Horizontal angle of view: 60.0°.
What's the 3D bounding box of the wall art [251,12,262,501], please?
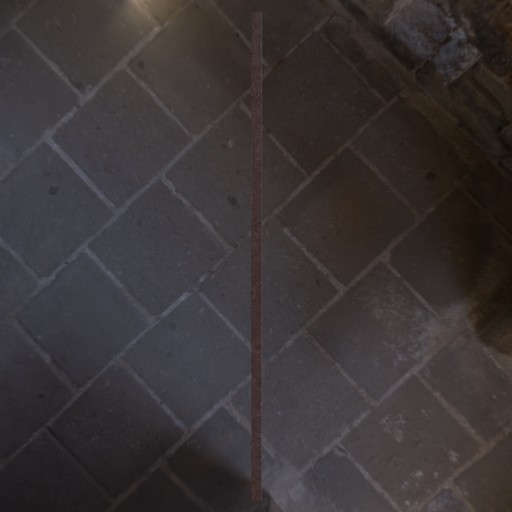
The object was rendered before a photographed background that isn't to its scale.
[{"bbox_3d":[0.000,0.000,1.145,0.019,0.626,0.917,0,91,0],"label":"wall art"}]
